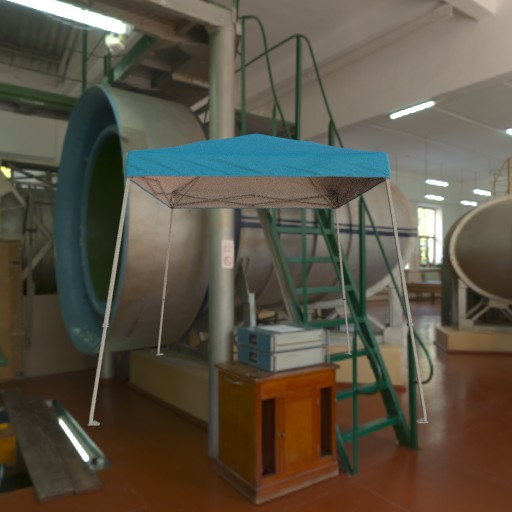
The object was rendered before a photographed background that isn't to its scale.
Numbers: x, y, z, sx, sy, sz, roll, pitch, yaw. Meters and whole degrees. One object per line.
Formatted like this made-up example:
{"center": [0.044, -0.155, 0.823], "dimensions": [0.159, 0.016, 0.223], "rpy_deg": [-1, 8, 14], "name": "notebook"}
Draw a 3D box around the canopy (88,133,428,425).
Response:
{"center": [0.000, 0.000, 5.147], "dimensions": [2.849, 2.849, 2.848], "rpy_deg": [0, -1, -1], "name": "canopy"}
